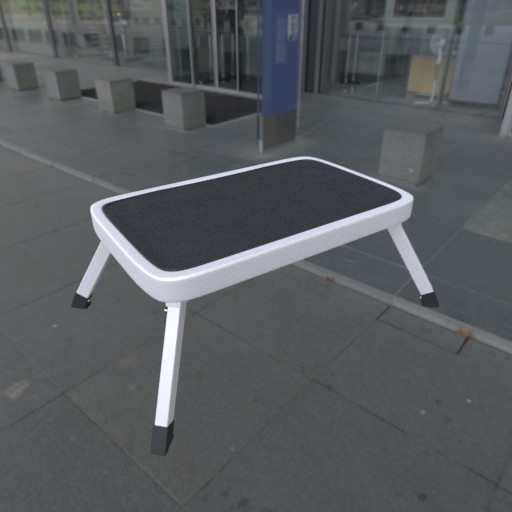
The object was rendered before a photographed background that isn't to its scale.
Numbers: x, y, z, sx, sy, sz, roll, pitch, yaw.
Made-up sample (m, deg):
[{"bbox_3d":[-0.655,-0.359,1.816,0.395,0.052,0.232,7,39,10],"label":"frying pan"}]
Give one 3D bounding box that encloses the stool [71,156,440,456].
[{"bbox_3d":[0.000,0.000,0.621,0.460,0.170,0.320,-19,35,-29],"label":"stool"}]
